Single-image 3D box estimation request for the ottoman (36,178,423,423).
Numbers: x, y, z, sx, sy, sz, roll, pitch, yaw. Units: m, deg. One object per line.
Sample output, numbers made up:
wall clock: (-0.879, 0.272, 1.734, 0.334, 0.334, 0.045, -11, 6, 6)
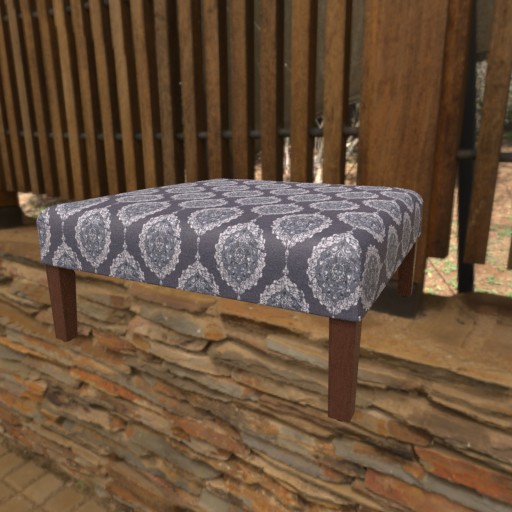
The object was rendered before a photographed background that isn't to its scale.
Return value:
ottoman: (0.000, 0.000, 1.417, 0.889, 0.409, 0.890, 8, 17, 26)
